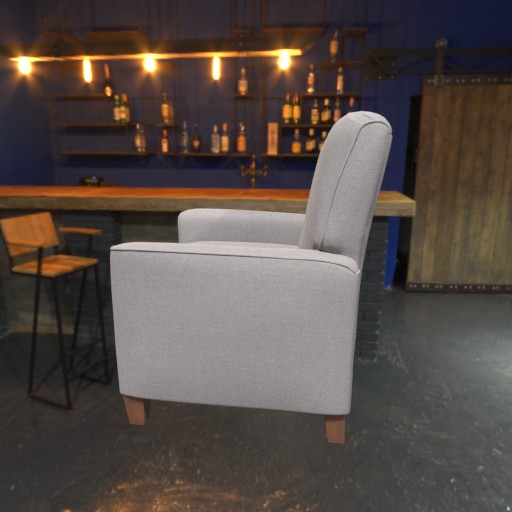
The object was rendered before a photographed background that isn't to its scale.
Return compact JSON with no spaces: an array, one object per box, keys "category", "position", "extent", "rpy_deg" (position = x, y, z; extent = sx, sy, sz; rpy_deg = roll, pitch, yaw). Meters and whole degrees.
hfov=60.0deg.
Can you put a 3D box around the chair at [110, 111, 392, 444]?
[{"category":"chair","position":[0.000,0.000,1.691],"extent":[0.859,1.023,0.845],"rpy_deg":[2,15,8]}]
